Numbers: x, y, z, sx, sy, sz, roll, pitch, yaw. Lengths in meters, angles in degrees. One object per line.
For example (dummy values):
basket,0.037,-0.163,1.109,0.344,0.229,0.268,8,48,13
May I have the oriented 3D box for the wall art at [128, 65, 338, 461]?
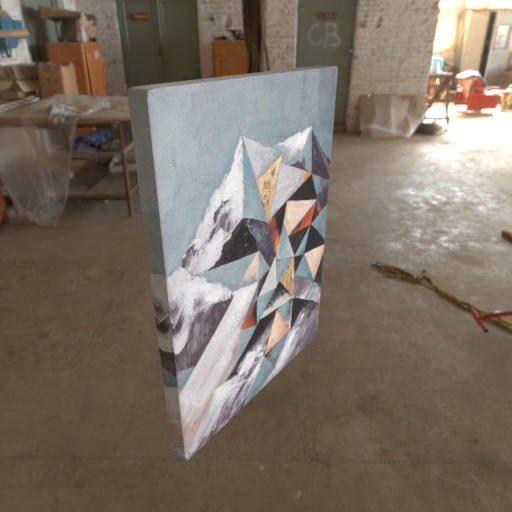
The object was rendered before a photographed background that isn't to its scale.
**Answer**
wall art,0.000,0.000,0.805,0.037,0.613,0.455,19,33,32
